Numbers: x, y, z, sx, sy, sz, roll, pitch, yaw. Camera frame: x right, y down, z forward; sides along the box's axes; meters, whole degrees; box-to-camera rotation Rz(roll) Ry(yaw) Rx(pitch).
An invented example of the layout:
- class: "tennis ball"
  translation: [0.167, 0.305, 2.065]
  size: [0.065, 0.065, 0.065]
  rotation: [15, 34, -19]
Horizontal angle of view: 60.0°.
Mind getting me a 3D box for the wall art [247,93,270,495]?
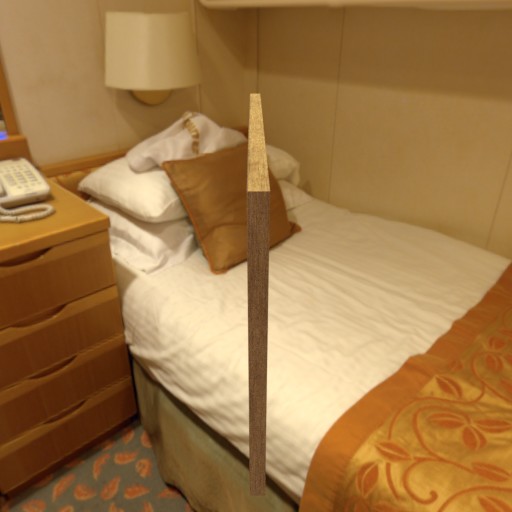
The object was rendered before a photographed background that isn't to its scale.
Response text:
- class: "wall art"
  translation: [0.000, 0.000, 0.915]
  size: [0.026, 0.535, 0.690]
  rotation: [0, 28, 0]
